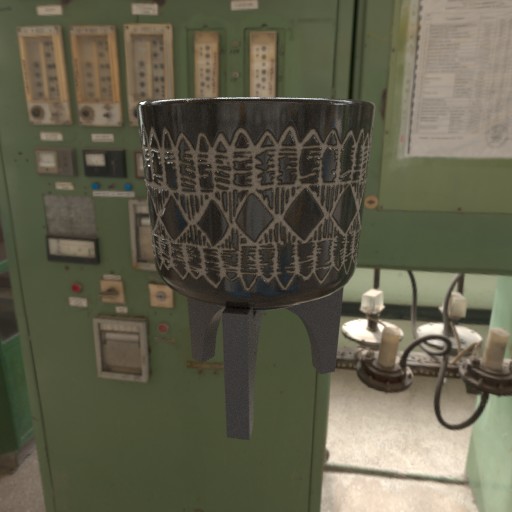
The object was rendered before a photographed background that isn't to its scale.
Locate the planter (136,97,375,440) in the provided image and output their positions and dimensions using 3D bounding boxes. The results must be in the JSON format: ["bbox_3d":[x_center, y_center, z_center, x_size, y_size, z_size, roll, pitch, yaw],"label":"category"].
[{"bbox_3d":[0.000,0.000,0.272,0.129,0.177,0.129,0,17,0],"label":"planter"}]
